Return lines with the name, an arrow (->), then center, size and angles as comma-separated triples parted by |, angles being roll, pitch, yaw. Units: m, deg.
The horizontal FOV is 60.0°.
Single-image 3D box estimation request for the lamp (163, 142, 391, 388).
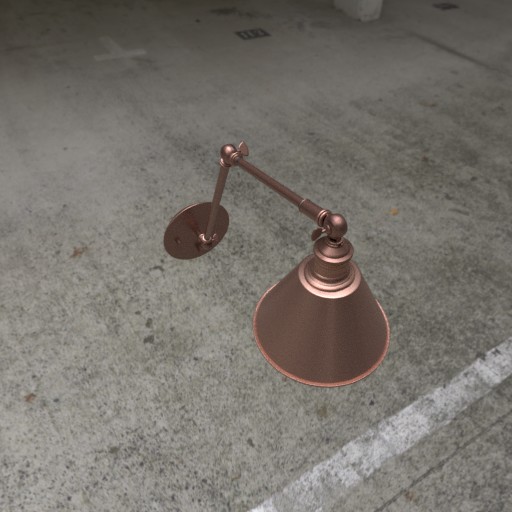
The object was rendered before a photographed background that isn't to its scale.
lamp -> 0.000, 0.000, 0.857 | 0.223, 0.502, 0.624 | -24, 51, -21
